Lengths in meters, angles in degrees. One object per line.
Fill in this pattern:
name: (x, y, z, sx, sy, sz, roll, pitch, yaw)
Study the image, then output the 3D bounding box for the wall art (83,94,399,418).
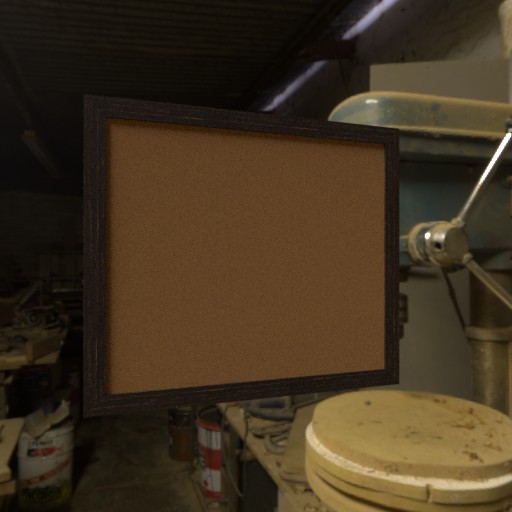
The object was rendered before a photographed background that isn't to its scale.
wall art: (0.000, 0.000, 0.526, 0.381, 0.330, 0.031, 0, 0, -19)
